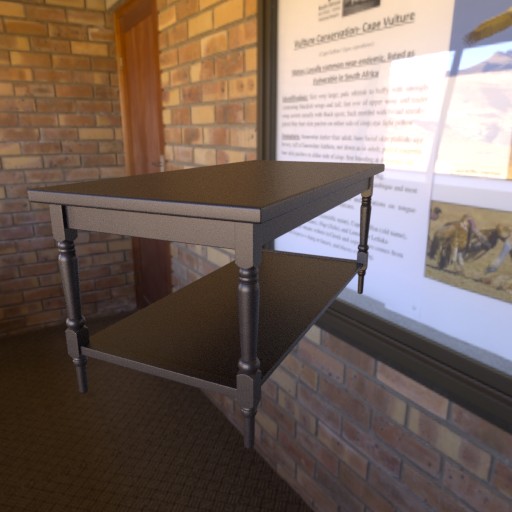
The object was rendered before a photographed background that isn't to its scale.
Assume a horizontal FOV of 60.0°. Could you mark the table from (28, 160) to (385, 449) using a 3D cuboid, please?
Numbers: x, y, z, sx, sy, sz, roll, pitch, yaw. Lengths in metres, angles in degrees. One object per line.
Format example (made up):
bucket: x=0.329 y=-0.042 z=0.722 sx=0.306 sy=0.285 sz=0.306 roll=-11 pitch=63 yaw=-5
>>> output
table: x=0.000 y=0.000 z=1.378 sx=0.550 sy=0.510 sz=1.107 roll=7 pitch=17 yaw=25
